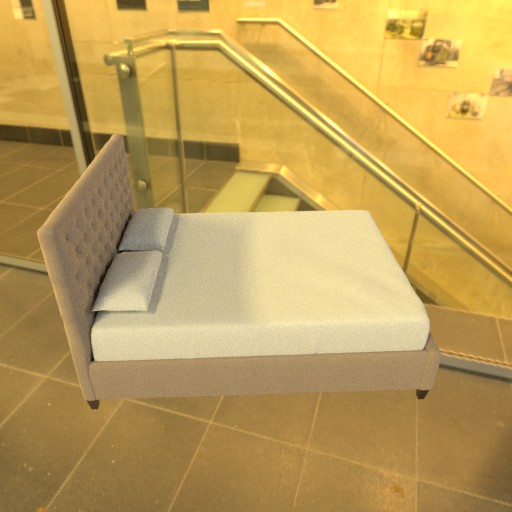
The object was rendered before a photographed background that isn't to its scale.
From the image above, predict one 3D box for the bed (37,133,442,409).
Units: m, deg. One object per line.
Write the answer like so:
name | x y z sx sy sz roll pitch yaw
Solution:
bed | 0.000 0.000 3.407 2.387 1.427 1.698 -1 32 -2
